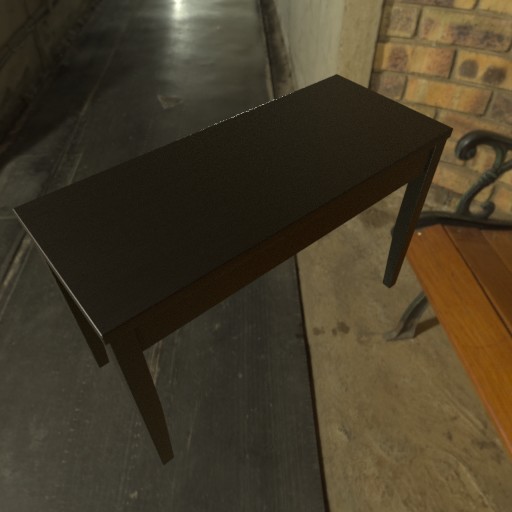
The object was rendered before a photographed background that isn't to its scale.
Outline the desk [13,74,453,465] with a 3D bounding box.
[{"bbox_3d":[0.000,0.000,1.560,1.220,0.775,0.508,-31,54,-26],"label":"desk"}]
